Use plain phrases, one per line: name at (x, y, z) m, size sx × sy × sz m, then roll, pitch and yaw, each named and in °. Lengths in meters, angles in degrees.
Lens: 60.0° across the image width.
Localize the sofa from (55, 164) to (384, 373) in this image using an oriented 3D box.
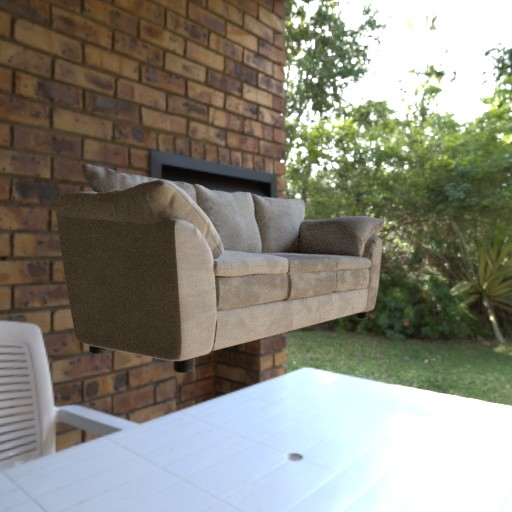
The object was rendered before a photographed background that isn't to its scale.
sofa at (0.000, 0.000, 2.876) m, size 0.893 × 0.981 × 2.377 m, roll 0°, pitch 0°, yaw 36°
